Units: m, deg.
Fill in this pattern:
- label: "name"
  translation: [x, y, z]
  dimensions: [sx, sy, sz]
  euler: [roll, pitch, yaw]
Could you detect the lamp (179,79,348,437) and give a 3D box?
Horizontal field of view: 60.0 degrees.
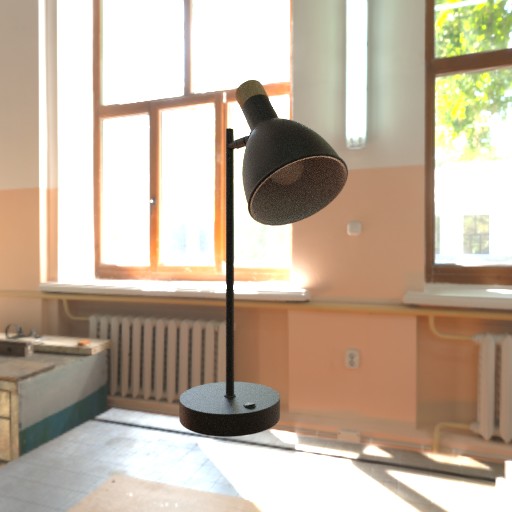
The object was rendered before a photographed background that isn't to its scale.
- label: "lamp"
  translation: [0.000, 0.000, 0.611]
  dimensions: [0.152, 0.483, 0.287]
  euler: [0, 1, -35]
